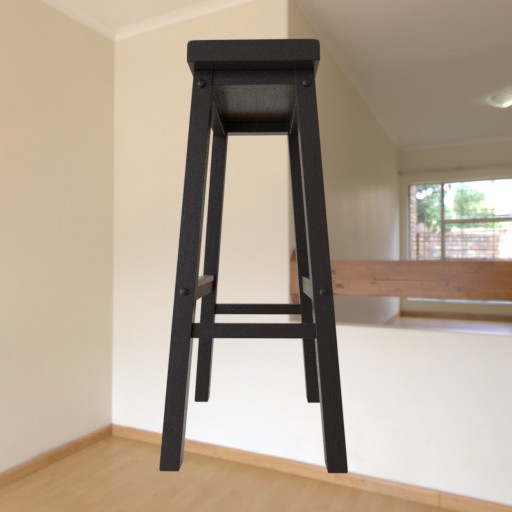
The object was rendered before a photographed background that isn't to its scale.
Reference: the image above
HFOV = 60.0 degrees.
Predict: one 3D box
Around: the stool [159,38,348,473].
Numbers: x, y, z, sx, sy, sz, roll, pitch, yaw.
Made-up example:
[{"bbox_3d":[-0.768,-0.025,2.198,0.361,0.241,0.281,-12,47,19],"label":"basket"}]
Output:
[{"bbox_3d":[0.000,0.000,0.960,0.322,0.742,0.406,0,0,1],"label":"stool"}]
